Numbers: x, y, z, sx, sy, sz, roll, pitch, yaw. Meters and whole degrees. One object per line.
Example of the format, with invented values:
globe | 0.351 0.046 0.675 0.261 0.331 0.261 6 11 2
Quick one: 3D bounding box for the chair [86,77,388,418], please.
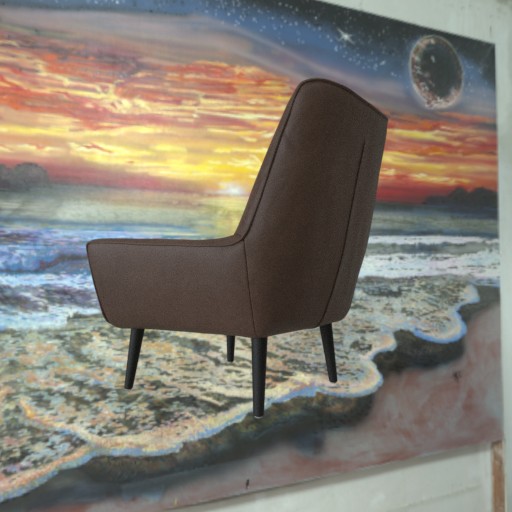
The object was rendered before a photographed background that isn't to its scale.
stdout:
chair | 0.000 0.000 1.493 0.824 0.888 0.787 -1 -2 37
